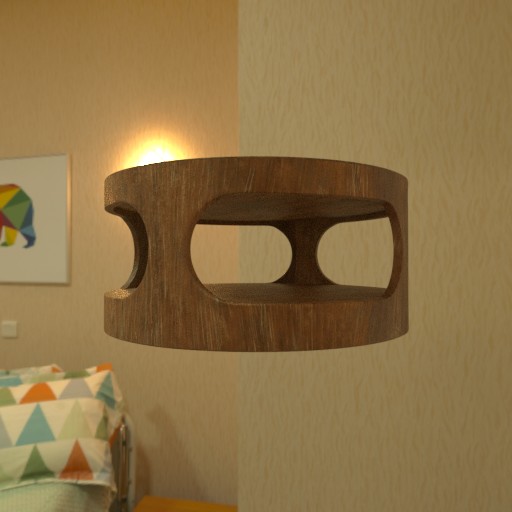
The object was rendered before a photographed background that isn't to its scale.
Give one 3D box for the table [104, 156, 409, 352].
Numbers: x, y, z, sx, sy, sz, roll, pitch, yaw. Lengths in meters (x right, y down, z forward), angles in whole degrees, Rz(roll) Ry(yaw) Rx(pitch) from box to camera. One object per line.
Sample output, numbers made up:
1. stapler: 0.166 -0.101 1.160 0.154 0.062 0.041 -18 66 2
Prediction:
1. table: 0.000 0.000 1.502 0.974 0.450 0.974 0 -1 0
